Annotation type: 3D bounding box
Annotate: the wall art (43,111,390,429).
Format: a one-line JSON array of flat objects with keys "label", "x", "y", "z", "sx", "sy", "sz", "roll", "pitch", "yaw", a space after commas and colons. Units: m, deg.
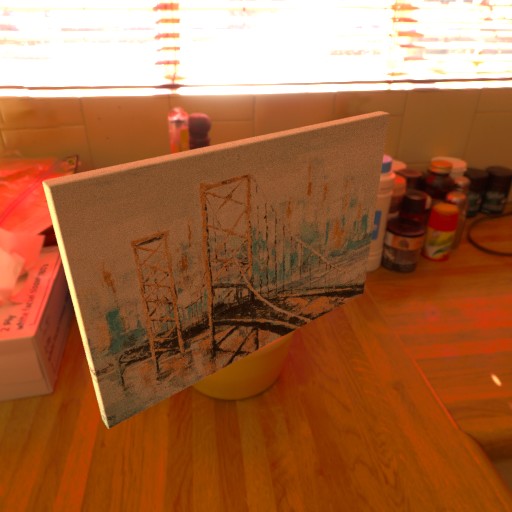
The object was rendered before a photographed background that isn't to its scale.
[{"label": "wall art", "x": 0.000, "y": 0.000, "z": 1.151, "sx": 0.913, "sy": 0.609, "sz": 0.038, "roll": -21, "pitch": 36, "yaw": -32}]
